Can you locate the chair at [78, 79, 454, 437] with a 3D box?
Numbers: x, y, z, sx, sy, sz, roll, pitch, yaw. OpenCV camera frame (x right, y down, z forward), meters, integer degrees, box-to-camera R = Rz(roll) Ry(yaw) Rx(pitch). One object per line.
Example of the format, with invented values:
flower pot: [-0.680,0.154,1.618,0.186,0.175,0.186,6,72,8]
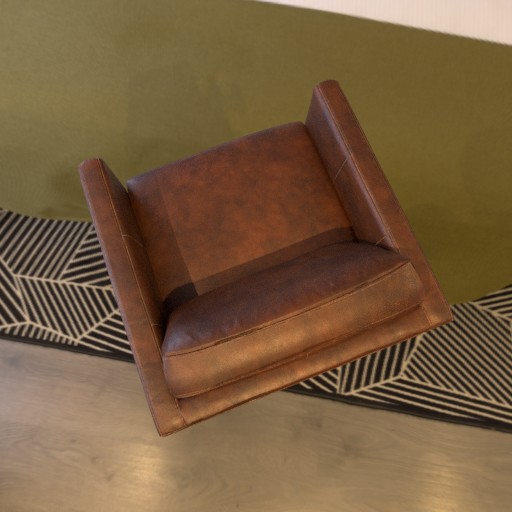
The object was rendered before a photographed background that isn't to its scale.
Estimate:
chair: [0.000,0.000,1.727,0.990,0.864,0.975,-20,76,-5]
